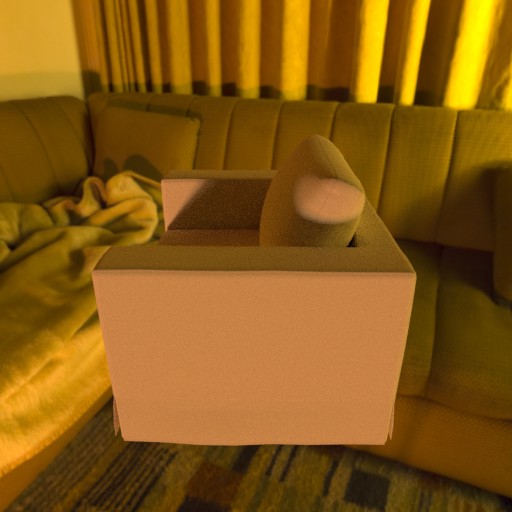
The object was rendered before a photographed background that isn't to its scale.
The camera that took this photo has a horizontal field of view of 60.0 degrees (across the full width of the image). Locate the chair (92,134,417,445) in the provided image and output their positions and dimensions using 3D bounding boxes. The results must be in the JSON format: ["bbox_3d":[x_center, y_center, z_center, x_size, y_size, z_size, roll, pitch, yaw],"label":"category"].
[{"bbox_3d":[0.000,0.000,1.833,0.957,0.878,1.150,0,26,1],"label":"chair"}]
